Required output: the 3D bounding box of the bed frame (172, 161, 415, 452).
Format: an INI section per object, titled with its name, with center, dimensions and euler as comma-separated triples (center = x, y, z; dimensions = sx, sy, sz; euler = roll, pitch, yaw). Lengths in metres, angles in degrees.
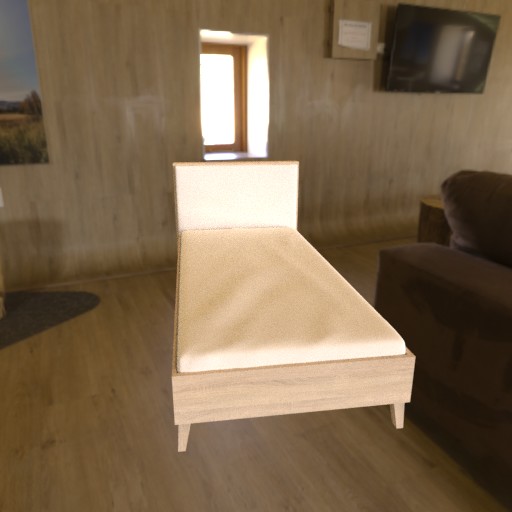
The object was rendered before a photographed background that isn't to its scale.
[bed frame]
center = 0.000, 0.000, 2.670
dimensions = 0.990, 0.920, 2.140
euler = -3, 17, -8
